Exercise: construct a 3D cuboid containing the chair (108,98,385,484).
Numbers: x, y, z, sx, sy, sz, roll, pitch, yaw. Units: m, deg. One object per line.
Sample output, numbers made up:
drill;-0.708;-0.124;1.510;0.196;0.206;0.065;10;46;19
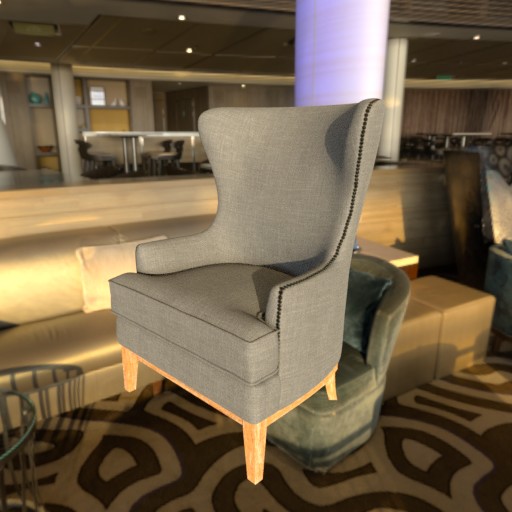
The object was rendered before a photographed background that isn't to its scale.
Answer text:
chair;0.000;0.000;1.775;0.864;1.176;0.883;14;21;42
